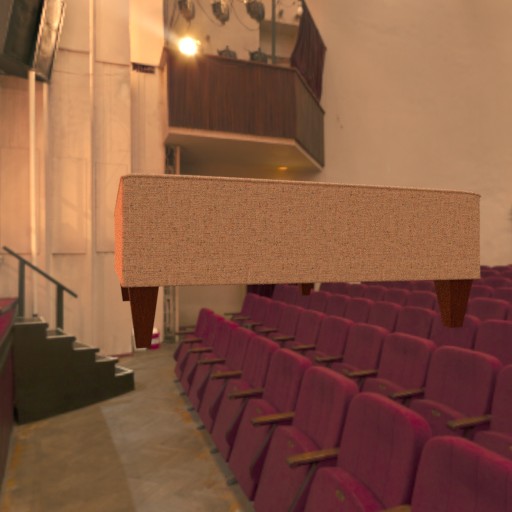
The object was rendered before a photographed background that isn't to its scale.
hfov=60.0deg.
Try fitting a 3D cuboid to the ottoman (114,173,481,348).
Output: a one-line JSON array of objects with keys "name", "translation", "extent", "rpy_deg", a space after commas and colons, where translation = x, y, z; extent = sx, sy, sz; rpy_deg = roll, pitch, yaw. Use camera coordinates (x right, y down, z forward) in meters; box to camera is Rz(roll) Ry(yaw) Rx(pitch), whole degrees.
[{"name": "ottoman", "translation": [0.000, 0.000, 1.220], "extent": [0.736, 0.303, 0.835], "rpy_deg": [0, 0, -18]}]
